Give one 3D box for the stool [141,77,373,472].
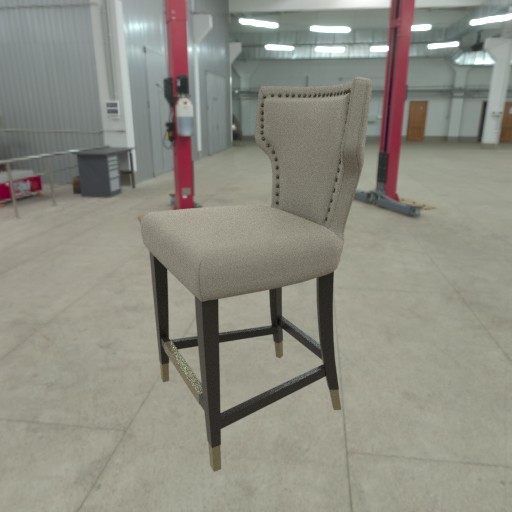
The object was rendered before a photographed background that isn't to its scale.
[{"bbox_3d":[0.000,0.000,1.330,0.563,0.982,0.527,-9,20,-26],"label":"stool"}]
